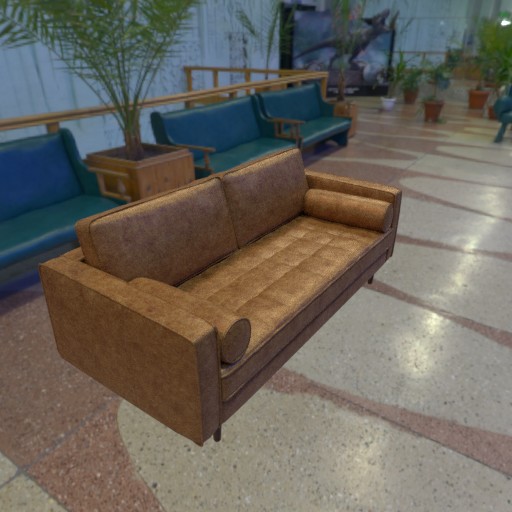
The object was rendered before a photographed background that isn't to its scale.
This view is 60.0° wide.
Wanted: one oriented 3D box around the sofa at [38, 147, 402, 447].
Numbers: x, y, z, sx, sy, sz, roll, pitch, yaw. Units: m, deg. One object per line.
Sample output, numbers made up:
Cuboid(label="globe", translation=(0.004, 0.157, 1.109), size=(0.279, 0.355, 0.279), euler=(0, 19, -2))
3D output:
Cuboid(label="sofa", translation=(0.000, 0.000, 2.384), size=(0.924, 0.825, 1.920), euler=(18, 31, 32))
